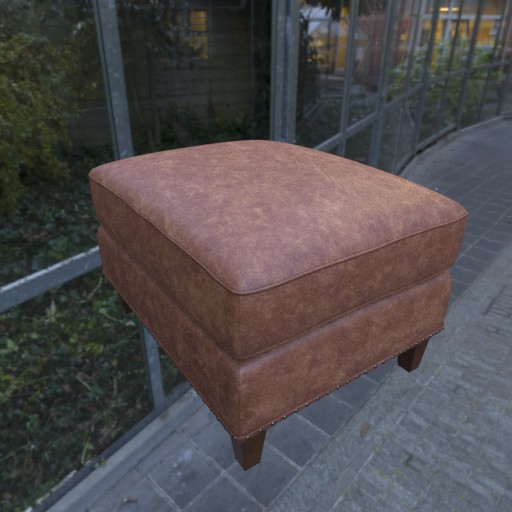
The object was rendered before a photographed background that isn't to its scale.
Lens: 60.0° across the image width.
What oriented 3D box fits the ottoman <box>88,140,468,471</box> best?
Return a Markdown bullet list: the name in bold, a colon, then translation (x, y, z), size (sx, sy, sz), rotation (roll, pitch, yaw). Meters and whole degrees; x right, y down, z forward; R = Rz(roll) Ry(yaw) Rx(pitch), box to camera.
- **ottoman**: translation (0.000, 0.000, 1.102), size (0.586, 0.486, 0.742), rotation (-17, 31, -30)
